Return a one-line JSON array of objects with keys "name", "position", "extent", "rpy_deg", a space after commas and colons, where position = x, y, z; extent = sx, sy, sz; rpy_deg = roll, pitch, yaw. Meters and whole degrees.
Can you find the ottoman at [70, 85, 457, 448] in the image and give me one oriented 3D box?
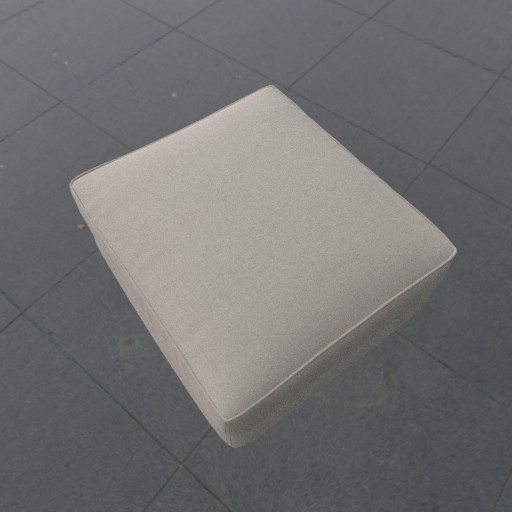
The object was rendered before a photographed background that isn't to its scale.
[{"name": "ottoman", "position": [0.000, 0.000, 1.174], "extent": [0.662, 0.505, 0.716], "rpy_deg": [-32, 64, -18]}]
